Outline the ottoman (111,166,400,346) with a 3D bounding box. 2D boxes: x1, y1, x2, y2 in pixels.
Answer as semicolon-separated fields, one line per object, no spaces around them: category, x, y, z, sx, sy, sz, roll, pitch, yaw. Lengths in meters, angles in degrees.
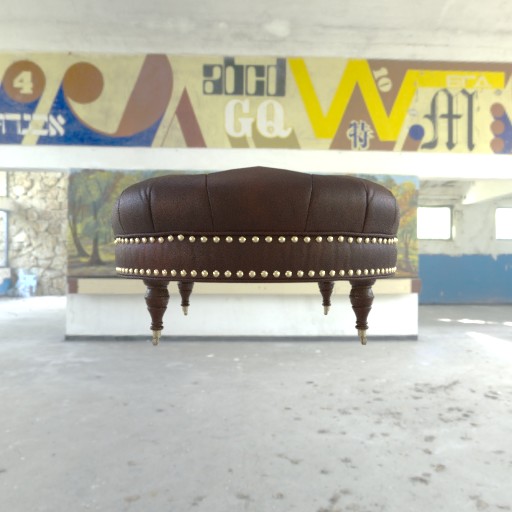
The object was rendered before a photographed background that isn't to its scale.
ottoman;0.000;0.000;1.408;0.901;0.455;0.901;0;0;0
